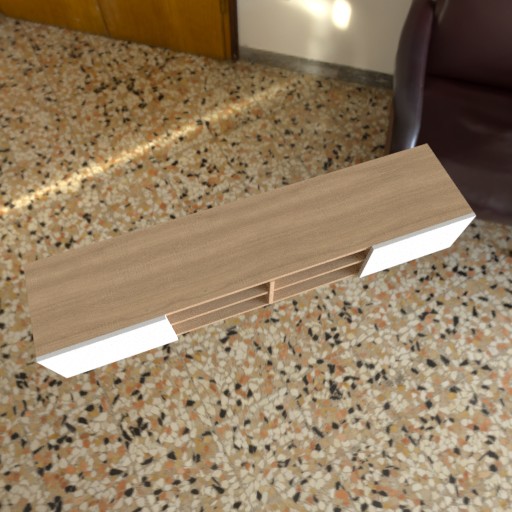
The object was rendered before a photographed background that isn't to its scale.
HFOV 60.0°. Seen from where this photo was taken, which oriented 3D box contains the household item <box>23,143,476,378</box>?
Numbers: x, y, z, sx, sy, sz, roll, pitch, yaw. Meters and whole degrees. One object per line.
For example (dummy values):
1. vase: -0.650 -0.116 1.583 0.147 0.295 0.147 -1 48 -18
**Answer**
1. household item: 0.000 0.000 1.982 1.850 0.310 0.420 -18 65 -9
